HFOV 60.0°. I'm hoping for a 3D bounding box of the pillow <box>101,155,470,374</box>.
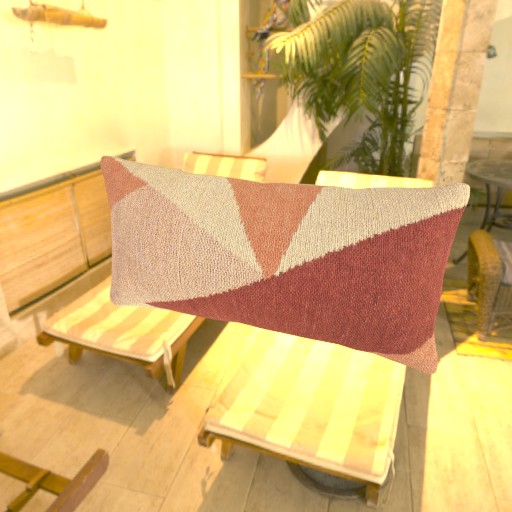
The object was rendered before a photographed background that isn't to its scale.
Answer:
[{"bbox_3d":[0.000,0.000,0.738,0.609,0.292,0.155,9,26,18],"label":"pillow"}]
